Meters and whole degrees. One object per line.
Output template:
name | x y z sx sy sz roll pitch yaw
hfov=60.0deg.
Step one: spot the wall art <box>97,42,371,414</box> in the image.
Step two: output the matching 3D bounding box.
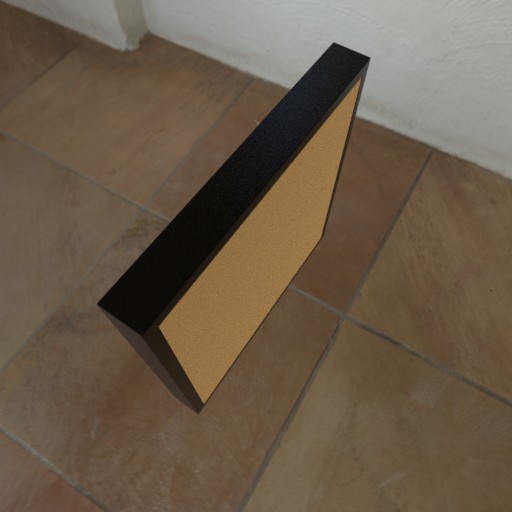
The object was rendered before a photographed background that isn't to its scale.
wall art | 0.000 0.000 0.460 0.037 0.299 0.299 31 66 15
